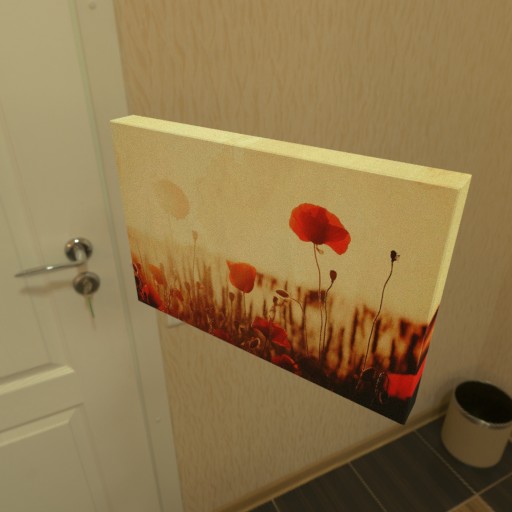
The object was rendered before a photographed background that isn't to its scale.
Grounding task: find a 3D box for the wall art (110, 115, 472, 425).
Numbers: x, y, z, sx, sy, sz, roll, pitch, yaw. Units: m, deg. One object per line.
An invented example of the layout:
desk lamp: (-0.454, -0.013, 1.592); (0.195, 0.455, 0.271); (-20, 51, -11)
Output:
wall art: (0.000, 0.000, 0.487); (0.383, 0.251, 0.037); (19, 34, 29)
